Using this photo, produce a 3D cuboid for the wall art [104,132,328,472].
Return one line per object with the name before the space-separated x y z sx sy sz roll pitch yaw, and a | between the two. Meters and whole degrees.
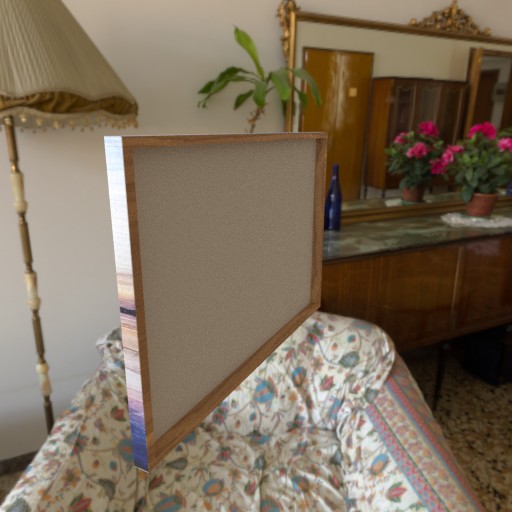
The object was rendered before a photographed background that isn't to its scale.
wall art | 0.000 0.000 1.135 0.037 0.605 0.911 8 18 27
